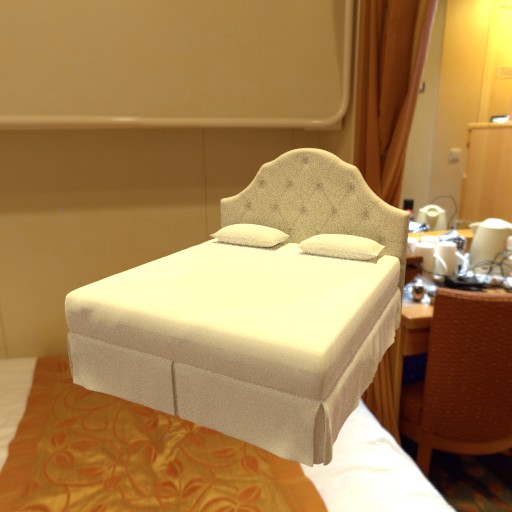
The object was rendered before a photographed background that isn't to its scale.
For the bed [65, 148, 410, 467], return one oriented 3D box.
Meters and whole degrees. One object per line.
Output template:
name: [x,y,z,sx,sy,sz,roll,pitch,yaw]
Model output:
bed: [0.000,0.000,3.510,2.008,1.615,2.214,8,17,27]
